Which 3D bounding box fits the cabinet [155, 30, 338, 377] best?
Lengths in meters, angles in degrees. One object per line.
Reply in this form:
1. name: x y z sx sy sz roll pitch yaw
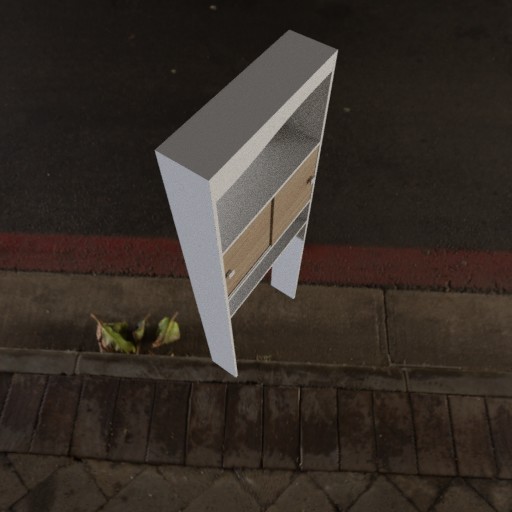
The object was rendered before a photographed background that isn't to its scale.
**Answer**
1. cabinet: 0.000 0.000 2.019 0.192 1.770 0.643 31 64 17
